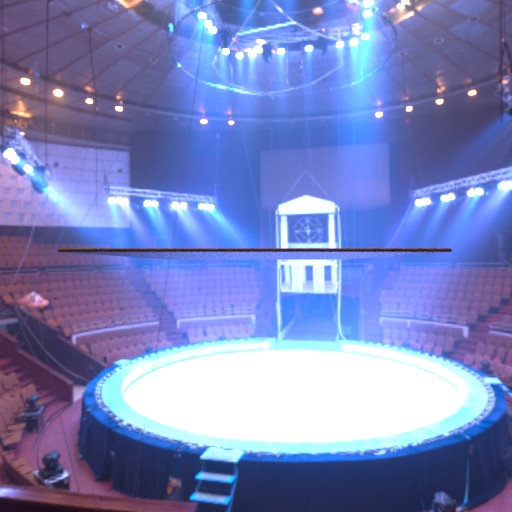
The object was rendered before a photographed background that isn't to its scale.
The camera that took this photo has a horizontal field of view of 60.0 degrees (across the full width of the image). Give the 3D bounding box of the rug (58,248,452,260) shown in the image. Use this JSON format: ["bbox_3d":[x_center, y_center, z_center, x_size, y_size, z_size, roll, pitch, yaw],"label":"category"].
[{"bbox_3d":[0.000,0.000,2.805,1.543,0.015,2.144,0,-1,0],"label":"rug"}]
